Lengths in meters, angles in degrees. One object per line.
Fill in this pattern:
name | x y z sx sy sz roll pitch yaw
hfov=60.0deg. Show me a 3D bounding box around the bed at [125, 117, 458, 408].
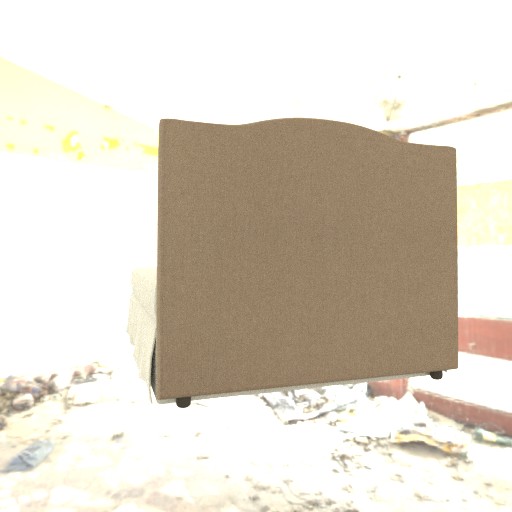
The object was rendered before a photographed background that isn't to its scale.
bed | 0.000 0.000 3.371 1.821 1.436 2.282 0 0 -19
